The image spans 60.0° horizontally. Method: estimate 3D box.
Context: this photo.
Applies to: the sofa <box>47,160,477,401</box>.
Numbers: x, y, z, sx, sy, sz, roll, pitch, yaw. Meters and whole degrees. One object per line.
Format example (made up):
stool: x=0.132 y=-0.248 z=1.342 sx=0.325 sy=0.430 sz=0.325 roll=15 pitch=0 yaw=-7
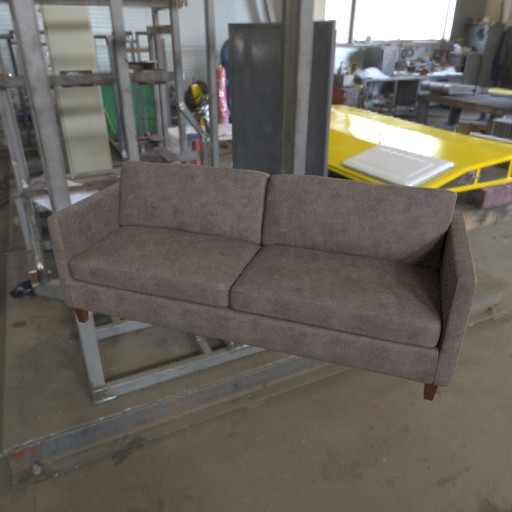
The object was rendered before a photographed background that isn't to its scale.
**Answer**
sofa: x=0.000 y=0.000 z=2.839 sx=2.434 sy=0.965 sz=0.951 roll=9 pitch=28 yaw=17
